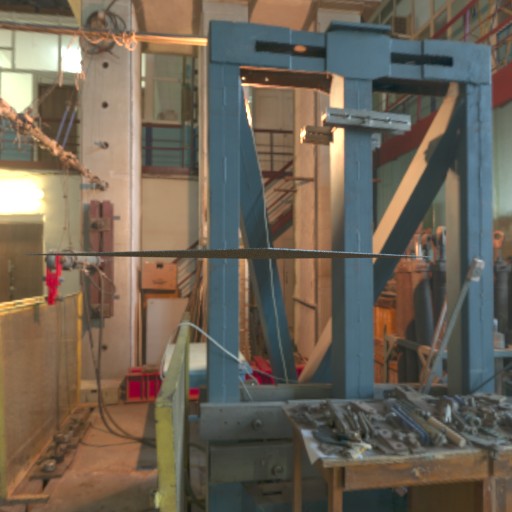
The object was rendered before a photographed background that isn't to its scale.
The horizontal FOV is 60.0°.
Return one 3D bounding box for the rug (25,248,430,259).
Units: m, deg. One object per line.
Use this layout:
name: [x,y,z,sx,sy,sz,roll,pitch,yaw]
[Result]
rug: [0.000,0.000,4.270,2.443,0.007,3.200,-1,-1,36]
